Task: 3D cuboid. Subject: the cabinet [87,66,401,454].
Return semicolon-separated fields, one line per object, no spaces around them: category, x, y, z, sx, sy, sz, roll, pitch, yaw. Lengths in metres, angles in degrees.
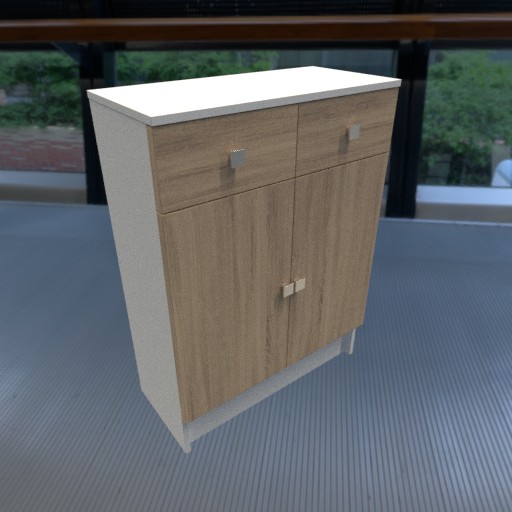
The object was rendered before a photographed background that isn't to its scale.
cabinet;0.000;0.000;1.118;0.600;0.815;0.296;-21;36;-32
